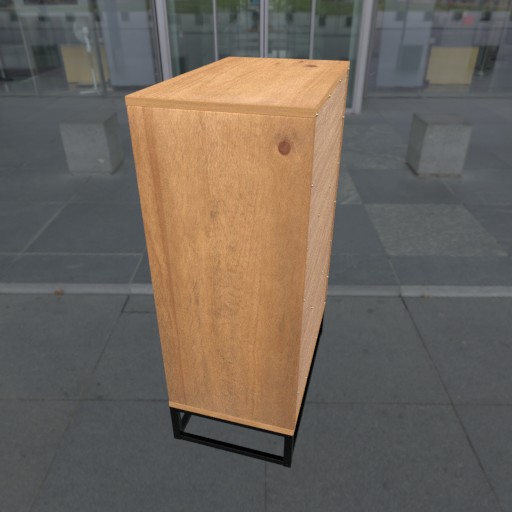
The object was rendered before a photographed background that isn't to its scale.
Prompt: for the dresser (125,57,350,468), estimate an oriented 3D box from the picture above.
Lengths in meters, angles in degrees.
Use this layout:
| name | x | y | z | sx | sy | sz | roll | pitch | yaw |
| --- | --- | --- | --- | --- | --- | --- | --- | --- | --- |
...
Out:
| name | x | y | z | sx | sy | sz | roll | pitch | yaw |
| --- | --- | --- | --- | --- | --- | --- | --- | --- | --- |
| dresser | 0.000 | 0.000 | 1.620 | 0.479 | 1.240 | 0.761 | 8 | 32 | 14 |
